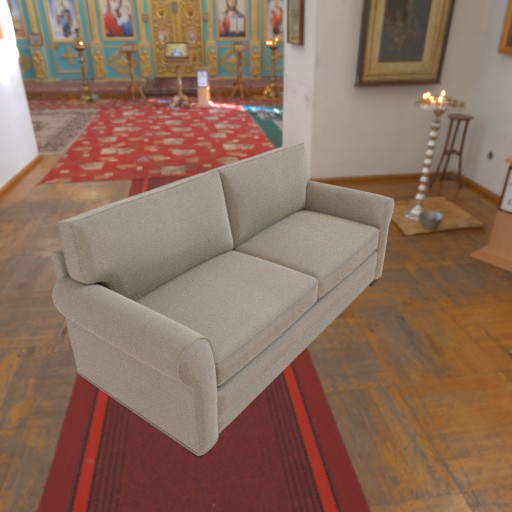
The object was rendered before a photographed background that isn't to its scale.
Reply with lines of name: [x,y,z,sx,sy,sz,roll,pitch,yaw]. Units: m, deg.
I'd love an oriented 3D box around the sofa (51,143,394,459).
sofa: [0.000,0.000,2.643,0.901,0.962,2.146,18,32,32]
